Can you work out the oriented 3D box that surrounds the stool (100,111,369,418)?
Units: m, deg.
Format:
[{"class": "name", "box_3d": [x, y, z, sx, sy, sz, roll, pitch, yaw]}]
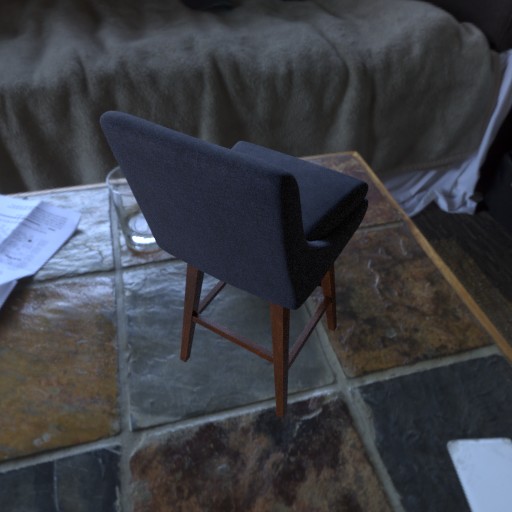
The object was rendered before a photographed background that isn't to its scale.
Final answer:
[{"class": "stool", "box_3d": [0.000, 0.000, 1.360, 0.489, 1.068, 0.572, 23, 50, 21]}]
